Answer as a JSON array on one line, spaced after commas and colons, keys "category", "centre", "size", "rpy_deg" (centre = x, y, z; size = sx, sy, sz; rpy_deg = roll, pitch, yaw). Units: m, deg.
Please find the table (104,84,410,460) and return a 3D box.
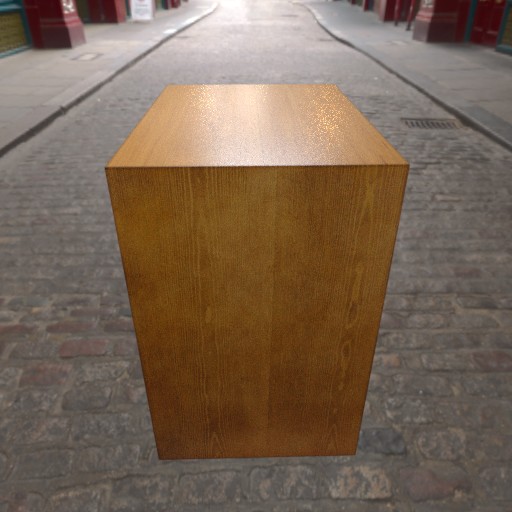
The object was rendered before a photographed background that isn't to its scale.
[{"category": "table", "centre": [0.000, 0.000, 0.959], "size": [0.400, 0.605, 0.550], "rpy_deg": [-1, 31, -1]}]
